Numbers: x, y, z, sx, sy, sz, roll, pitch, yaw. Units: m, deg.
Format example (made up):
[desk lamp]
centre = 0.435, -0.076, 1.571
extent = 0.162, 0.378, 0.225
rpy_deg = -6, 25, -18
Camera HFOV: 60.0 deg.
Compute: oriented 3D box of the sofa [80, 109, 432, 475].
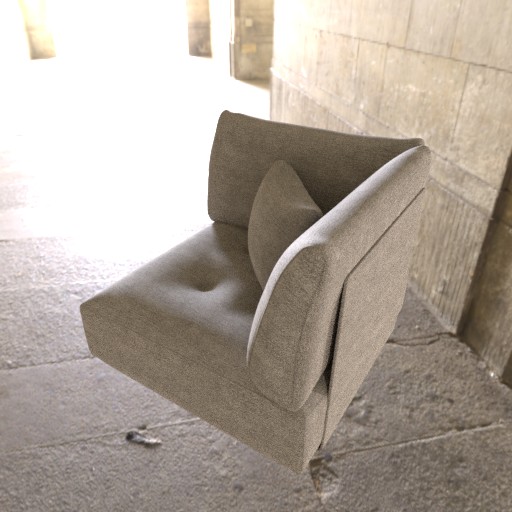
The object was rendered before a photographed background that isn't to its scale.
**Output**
[sofa]
centre = 0.000, 0.000, 1.699
extent = 1.000, 0.820, 1.000
rpy_deg = 18, 35, 28
